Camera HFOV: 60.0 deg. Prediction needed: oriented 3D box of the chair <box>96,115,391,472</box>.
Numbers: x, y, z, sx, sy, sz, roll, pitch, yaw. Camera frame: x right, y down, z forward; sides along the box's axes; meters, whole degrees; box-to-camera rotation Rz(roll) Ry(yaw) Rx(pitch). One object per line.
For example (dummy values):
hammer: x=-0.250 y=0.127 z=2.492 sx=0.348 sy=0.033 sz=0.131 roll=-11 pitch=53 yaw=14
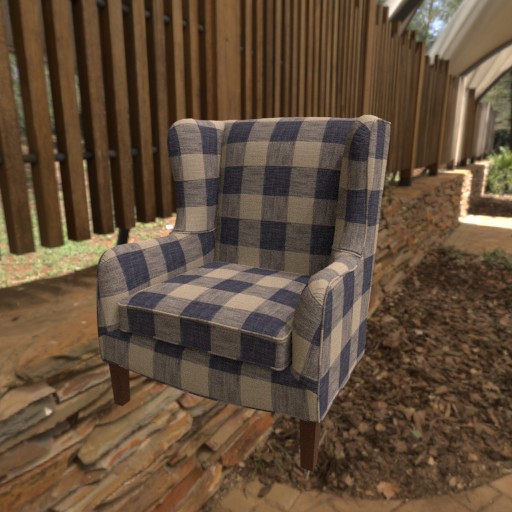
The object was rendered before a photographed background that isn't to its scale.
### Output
chair: x=0.000 y=0.000 z=1.695 sx=0.830 sy=1.041 sz=0.889 roll=7 pitch=17 yaw=26
